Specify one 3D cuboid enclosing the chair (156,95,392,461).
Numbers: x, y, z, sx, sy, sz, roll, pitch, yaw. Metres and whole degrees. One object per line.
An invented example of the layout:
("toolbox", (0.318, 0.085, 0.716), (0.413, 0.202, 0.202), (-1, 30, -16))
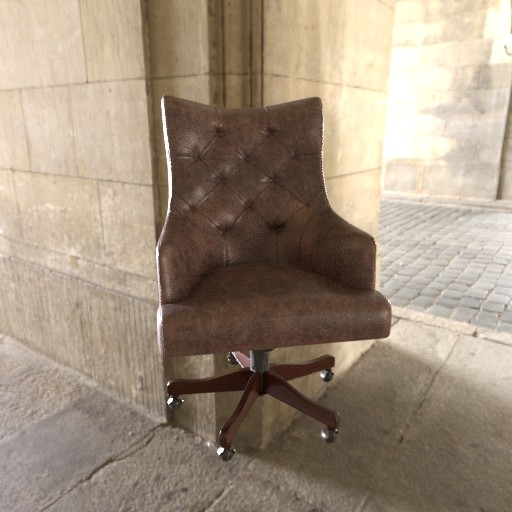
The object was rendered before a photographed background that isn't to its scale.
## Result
("chair", (0.000, 0.000, 1.479), (0.641, 1.035, 0.762), (-3, 17, -10))
